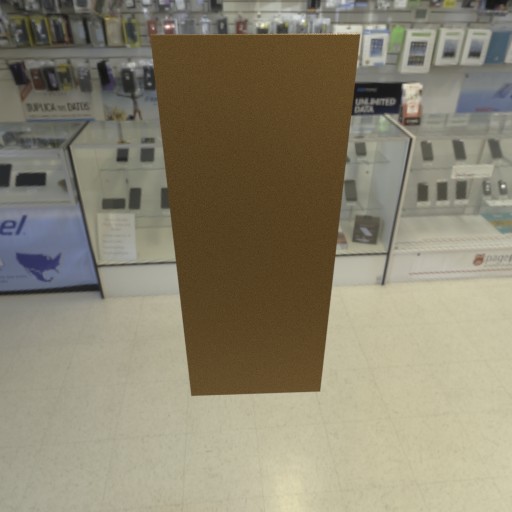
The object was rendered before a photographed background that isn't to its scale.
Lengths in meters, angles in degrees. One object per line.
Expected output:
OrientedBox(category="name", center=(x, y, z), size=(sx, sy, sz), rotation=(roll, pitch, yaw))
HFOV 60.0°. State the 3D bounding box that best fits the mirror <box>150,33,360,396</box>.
OrientedBox(category="mirror", center=(0.000, 0.000, 2.261), size=(0.812, 2.031, 0.025), rotation=(-1, 32, -2))
